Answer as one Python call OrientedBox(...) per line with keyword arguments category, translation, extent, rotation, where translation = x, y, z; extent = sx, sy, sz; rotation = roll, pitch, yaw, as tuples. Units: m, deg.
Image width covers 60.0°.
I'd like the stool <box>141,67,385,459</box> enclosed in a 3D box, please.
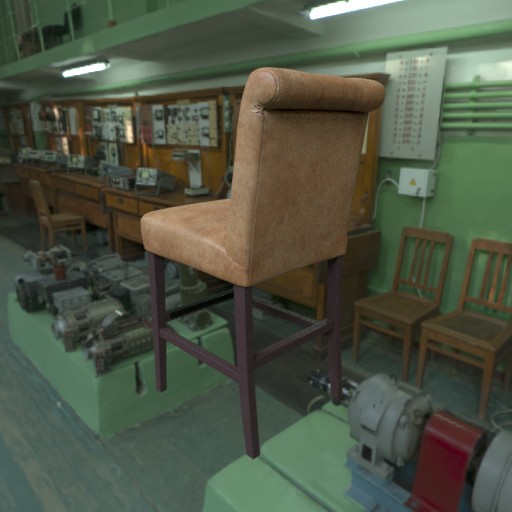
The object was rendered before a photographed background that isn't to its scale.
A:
OrientedBox(category="stool", translation=(0.000, 0.000, 1.417), extent=(0.493, 1.047, 0.601), rotation=(-16, 23, -42))
